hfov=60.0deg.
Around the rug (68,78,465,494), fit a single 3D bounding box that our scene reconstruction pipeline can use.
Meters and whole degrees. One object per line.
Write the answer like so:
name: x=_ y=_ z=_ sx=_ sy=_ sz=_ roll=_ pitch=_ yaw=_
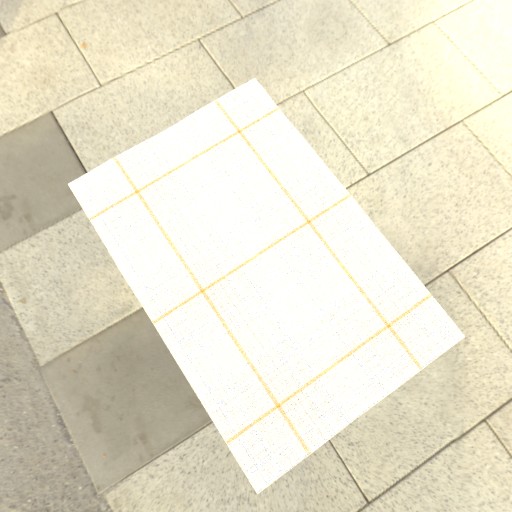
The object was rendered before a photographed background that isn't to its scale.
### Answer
rug: x=0.000 y=0.000 z=2.280 sx=1.232 sy=0.015 sz=1.825 roll=-33 pitch=76 yaw=-10
